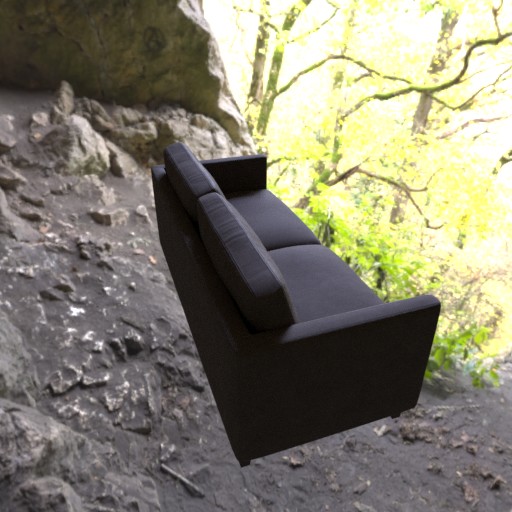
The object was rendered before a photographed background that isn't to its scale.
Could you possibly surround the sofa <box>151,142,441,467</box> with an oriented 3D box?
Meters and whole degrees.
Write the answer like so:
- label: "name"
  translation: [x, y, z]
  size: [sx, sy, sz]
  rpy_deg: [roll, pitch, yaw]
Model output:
- label: "sofa"
  translation: [0.000, 0.000, 2.741]
  size: [0.951, 0.965, 2.208]
  rpy_deg: [-10, 32, -17]
